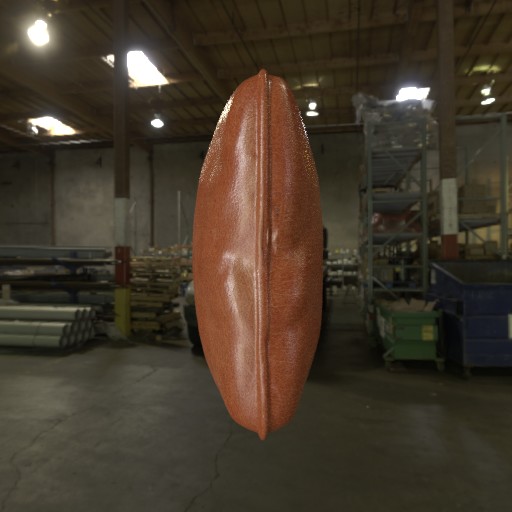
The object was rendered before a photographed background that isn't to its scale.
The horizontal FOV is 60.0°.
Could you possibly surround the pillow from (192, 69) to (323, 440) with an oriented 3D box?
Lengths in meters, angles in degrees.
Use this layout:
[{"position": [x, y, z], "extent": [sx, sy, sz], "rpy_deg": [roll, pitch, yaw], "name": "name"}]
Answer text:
[{"position": [0.000, 0.000, 0.843], "extent": [0.236, 0.523, 0.532], "rpy_deg": [0, 0, -1], "name": "pillow"}]
